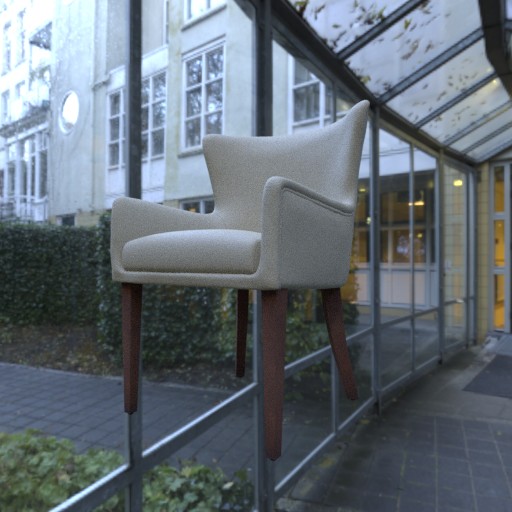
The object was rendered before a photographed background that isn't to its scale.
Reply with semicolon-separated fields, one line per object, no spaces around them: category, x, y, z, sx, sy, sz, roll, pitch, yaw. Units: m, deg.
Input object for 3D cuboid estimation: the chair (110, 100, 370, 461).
chair;0.000;0.000;1.421;0.660;0.952;0.686;0;0;36
